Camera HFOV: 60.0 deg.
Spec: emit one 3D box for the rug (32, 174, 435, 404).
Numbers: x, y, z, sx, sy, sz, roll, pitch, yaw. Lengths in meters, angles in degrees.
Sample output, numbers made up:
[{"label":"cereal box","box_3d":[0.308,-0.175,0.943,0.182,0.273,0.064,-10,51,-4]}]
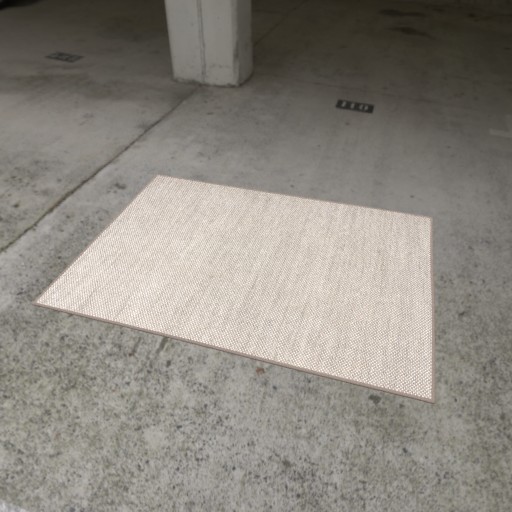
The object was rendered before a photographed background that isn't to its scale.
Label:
[{"label":"rug","box_3d":[0.000,0.000,2.751,2.115,0.013,1.517,11,41,13]}]
